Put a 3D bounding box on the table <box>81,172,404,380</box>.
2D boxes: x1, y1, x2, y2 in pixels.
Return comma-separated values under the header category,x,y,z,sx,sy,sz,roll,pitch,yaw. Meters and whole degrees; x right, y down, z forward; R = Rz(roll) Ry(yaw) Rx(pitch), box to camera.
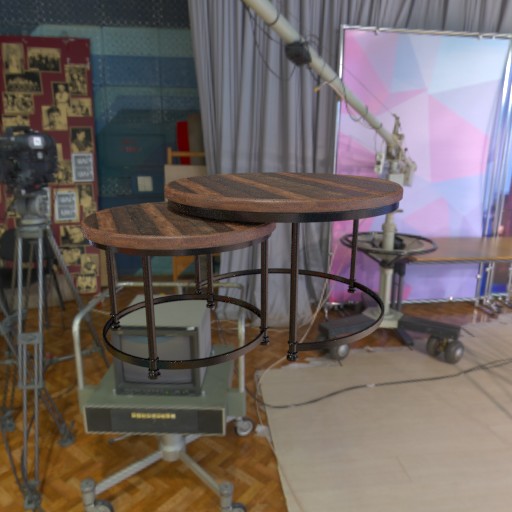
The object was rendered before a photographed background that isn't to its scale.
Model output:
category,x,y,z,sx,sy,sz,roll,pitch,yaw
table,0.000,0.000,1.637,0.870,0.516,1.152,15,21,42
